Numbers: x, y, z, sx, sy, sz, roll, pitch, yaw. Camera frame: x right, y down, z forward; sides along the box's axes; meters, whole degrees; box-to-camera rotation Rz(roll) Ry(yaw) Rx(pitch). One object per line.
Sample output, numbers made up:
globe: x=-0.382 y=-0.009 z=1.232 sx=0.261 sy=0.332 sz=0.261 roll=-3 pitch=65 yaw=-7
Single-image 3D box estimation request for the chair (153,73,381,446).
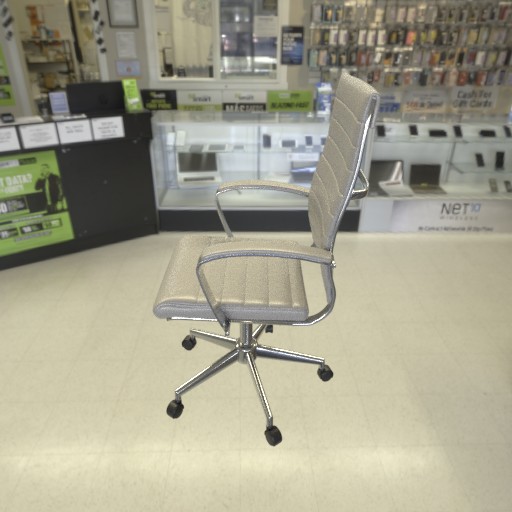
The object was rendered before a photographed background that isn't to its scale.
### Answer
chair: x=0.000 y=0.000 z=1.551 sx=0.667 sy=1.149 sz=0.679 roll=0 pitch=28 yaw=1
